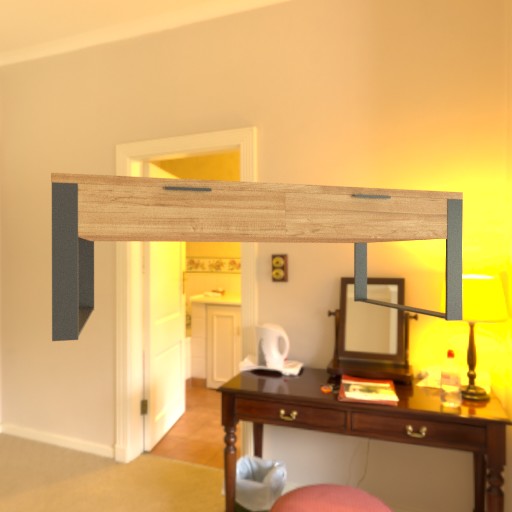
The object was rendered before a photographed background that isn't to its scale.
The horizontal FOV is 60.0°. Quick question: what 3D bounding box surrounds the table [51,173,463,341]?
[{"bbox_3d":[0.000,0.000,1.492,1.180,0.400,0.590,0,0,-16],"label":"table"}]
